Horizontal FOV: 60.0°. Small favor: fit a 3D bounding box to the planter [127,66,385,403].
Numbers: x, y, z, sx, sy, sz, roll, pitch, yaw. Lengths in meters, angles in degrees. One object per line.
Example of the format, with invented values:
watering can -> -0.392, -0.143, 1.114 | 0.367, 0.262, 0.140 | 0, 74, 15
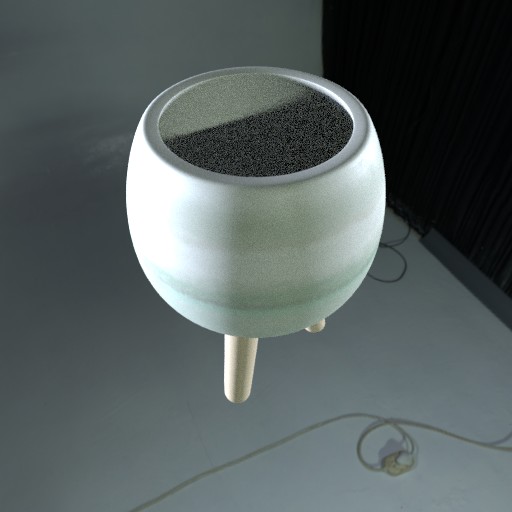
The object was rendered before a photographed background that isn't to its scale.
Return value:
planter -> 0.000, 0.000, 0.322 | 0.161, 0.224, 0.161 | 0, 47, 0
